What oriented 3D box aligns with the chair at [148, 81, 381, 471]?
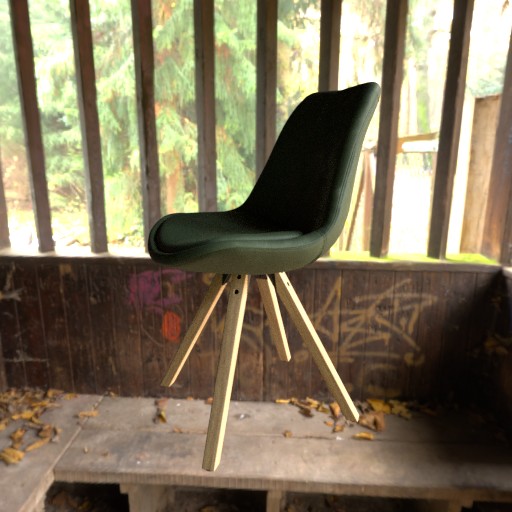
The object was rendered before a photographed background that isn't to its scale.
[{"bbox_3d":[0.000,0.000,1.172,0.547,0.865,0.483,-7,15,-24],"label":"chair"}]
